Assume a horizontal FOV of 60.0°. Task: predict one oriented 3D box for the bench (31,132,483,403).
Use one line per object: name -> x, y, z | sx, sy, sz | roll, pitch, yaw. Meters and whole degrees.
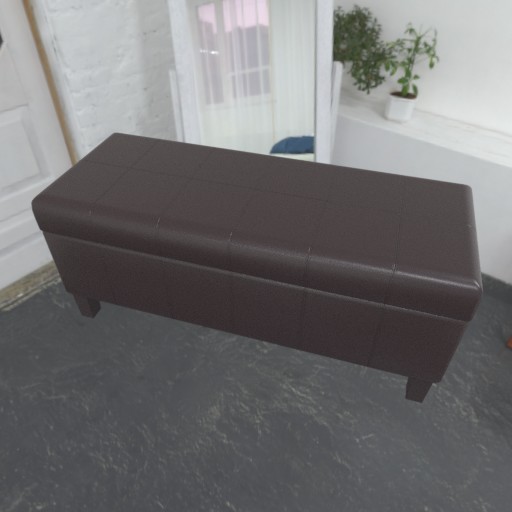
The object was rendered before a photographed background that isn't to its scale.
bench -> 0.000, 0.000, 1.298 | 1.092, 0.457, 0.429 | 11, 42, 13
